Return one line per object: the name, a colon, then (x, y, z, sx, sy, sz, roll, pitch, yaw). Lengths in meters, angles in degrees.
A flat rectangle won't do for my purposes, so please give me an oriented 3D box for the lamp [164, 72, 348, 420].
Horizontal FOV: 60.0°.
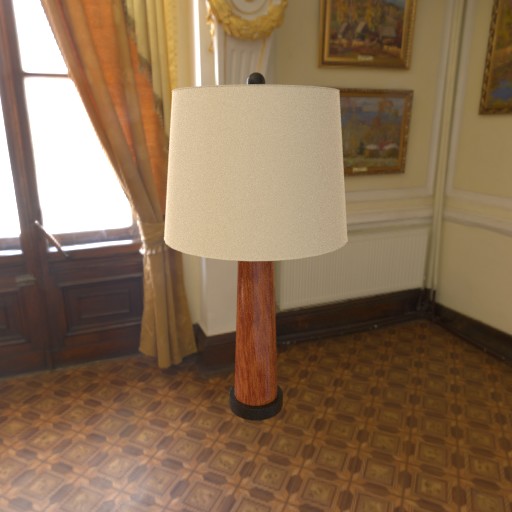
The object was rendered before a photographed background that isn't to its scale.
lamp: (0.000, 0.000, 0.867, 0.349, 0.667, 0.349, 0, 16, 0)
